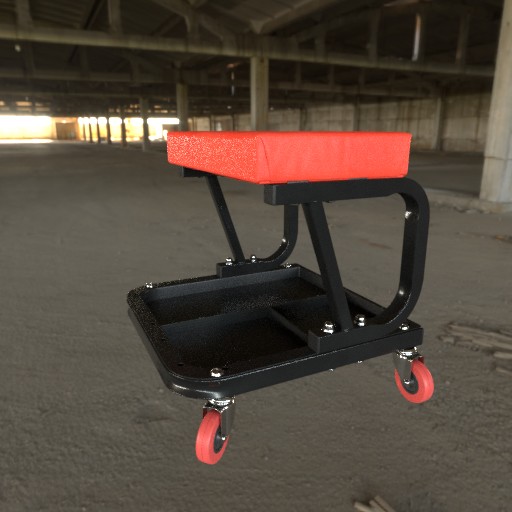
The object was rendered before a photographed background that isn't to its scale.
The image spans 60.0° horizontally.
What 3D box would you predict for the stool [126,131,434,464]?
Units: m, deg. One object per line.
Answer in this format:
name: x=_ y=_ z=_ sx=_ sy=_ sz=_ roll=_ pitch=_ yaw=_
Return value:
stool: x=0.000 y=0.000 z=0.700 sx=0.371 sy=0.380 sz=0.446 roll=-8 pitch=17 yaw=-25
